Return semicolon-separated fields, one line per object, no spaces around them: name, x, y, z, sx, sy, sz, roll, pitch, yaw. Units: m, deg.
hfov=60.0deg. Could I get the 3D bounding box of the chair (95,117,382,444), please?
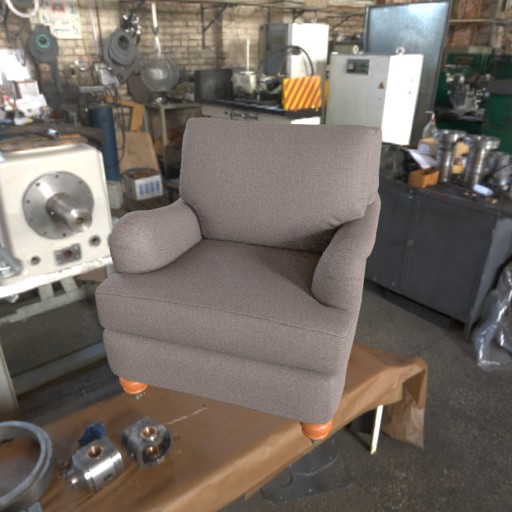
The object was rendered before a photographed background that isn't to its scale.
chair;0.000;0.000;1.887;0.955;1.038;1.070;8;26;16
